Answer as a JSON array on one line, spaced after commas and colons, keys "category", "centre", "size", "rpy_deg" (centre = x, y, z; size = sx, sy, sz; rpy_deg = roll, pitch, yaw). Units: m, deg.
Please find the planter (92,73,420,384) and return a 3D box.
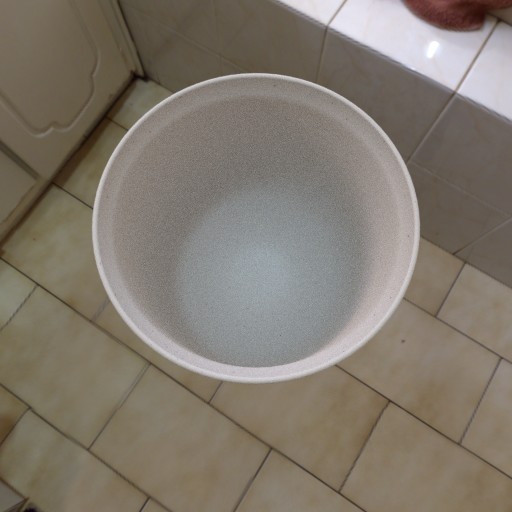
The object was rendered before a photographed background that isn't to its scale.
[{"category": "planter", "centre": [0.000, 0.000, 0.489], "size": [0.268, 0.270, 0.268], "rpy_deg": [0, 75, 0]}]
